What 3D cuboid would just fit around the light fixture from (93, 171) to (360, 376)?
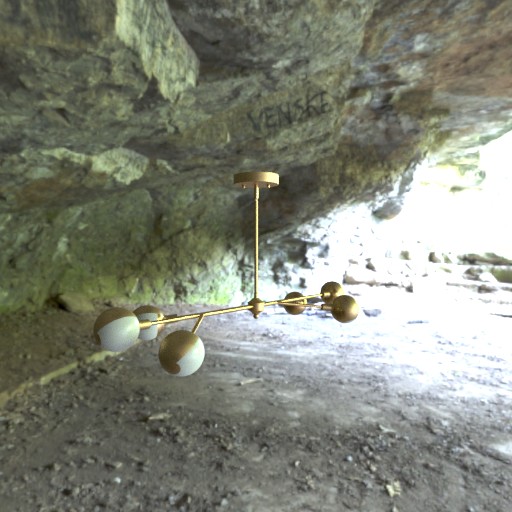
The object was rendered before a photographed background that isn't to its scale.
[{"bbox_3d":[0.000,0.000,1.000,0.778,0.362,0.434,-1,1,-37],"label":"light fixture"}]
